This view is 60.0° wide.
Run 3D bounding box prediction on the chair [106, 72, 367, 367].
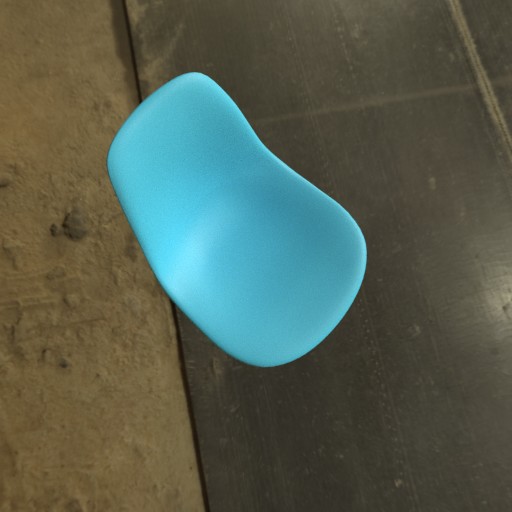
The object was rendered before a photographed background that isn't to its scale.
[{"bbox_3d":[0.000,0.000,1.138,0.531,0.826,0.470,39,79,9],"label":"chair"}]
